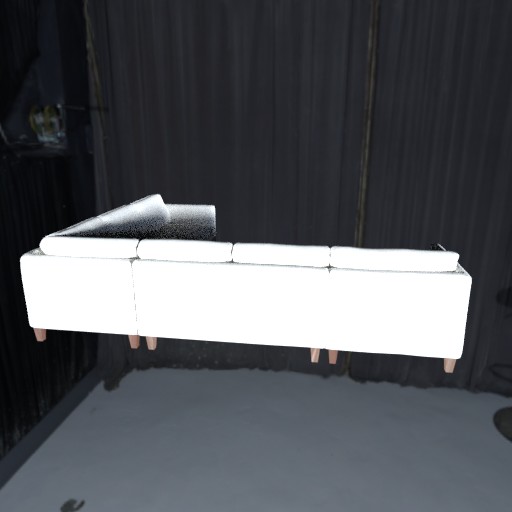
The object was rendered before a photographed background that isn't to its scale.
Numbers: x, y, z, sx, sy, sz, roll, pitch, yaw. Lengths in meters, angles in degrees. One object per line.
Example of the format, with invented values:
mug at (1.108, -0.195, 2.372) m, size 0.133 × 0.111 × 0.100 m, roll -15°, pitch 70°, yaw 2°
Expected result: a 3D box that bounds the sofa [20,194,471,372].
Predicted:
sofa at (0.000, 0.000, 4.335) m, size 3.238 × 0.853 × 2.551 m, roll 2°, pitch 16°, yaw 8°
